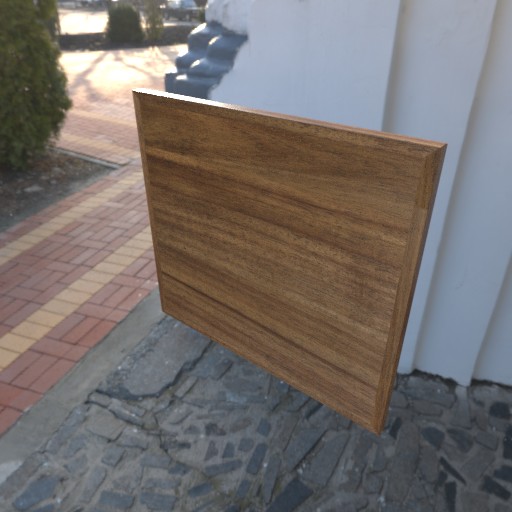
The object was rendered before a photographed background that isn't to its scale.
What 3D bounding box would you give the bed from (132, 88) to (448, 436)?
[{"bbox_3d":[0.000,0.000,1.475,1.041,0.940,0.043,22,37,32],"label":"bed"}]
